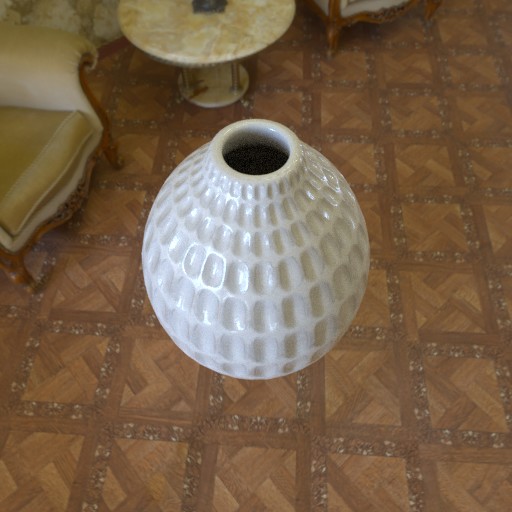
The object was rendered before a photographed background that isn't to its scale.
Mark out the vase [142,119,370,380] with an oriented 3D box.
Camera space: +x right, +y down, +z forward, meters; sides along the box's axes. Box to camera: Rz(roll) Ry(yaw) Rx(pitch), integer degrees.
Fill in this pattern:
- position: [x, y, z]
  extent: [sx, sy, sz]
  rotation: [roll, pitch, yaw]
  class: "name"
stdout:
- position: [0.000, 0.000, 0.254]
  extent: [0.128, 0.167, 0.128]
  rotation: [0, 57, 0]
  class: "vase"
